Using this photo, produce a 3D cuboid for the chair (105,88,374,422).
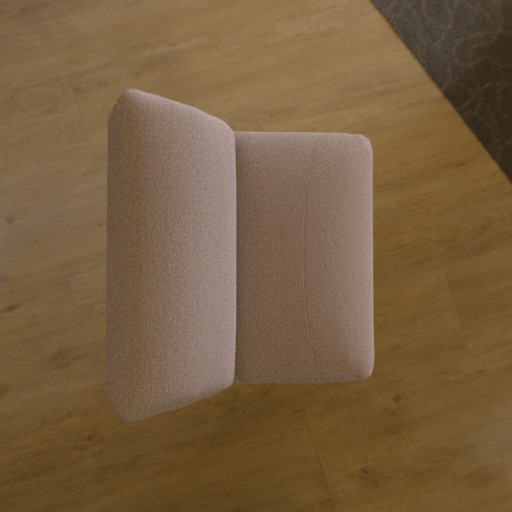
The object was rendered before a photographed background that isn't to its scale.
[{"bbox_3d":[0.000,0.000,1.334,0.780,0.580,0.820,0,89,-1],"label":"chair"}]
